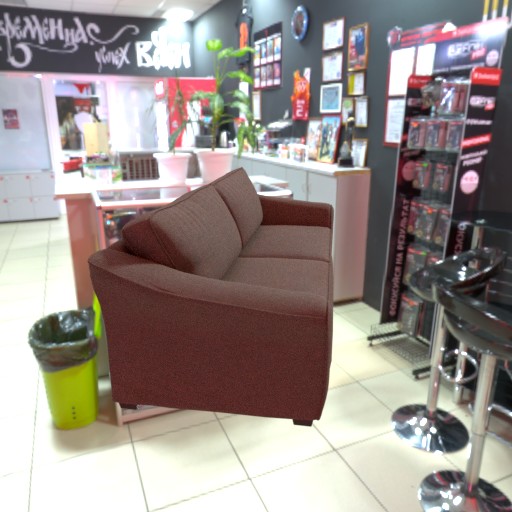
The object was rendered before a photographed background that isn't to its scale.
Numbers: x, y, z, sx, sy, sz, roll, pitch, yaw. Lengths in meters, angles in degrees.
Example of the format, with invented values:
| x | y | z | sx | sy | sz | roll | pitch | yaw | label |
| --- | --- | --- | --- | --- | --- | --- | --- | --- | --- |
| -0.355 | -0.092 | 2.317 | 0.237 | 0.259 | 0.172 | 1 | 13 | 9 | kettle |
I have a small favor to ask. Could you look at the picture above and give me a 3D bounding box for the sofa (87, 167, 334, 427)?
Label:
| x | y | z | sx | sy | sz | roll | pitch | yaw | label |
| --- | --- | --- | --- | --- | --- | --- | --- | --- | --- |
| 0.000 | 0.000 | 2.785 | 0.986 | 0.906 | 2.270 | 3 | 17 | 9 | sofa |
